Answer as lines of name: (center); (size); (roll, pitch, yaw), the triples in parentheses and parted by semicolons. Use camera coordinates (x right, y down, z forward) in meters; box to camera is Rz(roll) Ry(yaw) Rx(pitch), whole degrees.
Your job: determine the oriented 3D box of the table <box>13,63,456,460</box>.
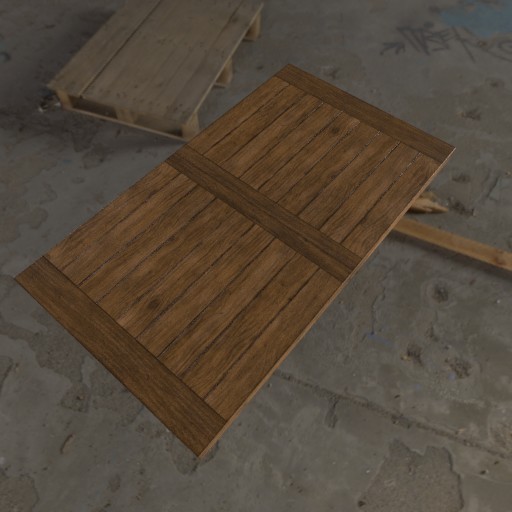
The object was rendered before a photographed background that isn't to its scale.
table: (0.000, 0.000, 2.109); (0.931, 0.757, 1.641); (35, 65, 20)
